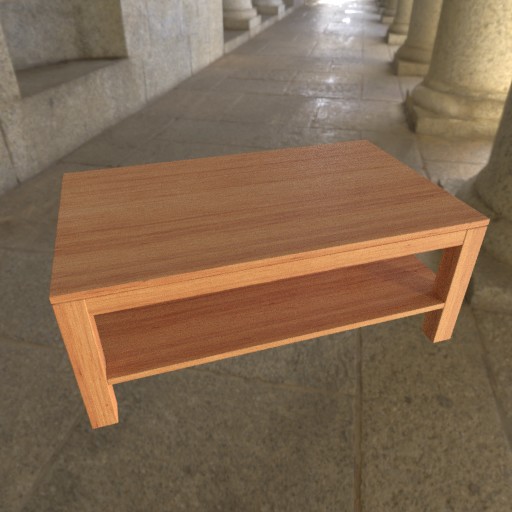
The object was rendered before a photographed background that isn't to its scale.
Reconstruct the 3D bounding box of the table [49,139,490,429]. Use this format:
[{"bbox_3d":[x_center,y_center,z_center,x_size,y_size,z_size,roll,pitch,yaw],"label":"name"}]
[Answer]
[{"bbox_3d":[0.000,0.000,1.490,1.146,0.457,0.695,-10,35,-15],"label":"table"}]
